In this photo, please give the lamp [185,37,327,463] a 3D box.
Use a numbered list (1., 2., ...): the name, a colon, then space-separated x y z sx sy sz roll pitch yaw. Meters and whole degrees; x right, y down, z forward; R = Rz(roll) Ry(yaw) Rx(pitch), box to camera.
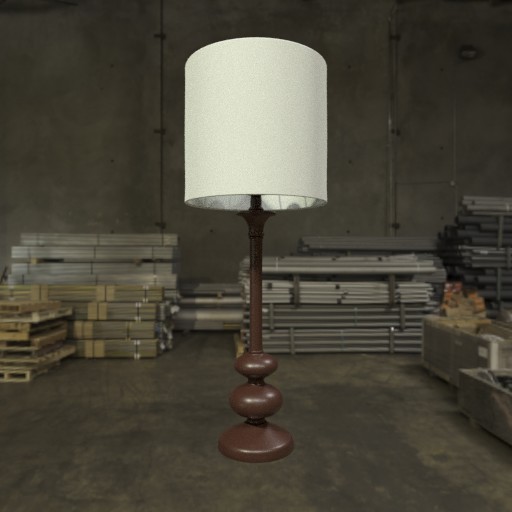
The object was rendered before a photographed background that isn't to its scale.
1. lamp: 0.000 0.000 0.802 0.254 0.690 0.254 0 0 -1
